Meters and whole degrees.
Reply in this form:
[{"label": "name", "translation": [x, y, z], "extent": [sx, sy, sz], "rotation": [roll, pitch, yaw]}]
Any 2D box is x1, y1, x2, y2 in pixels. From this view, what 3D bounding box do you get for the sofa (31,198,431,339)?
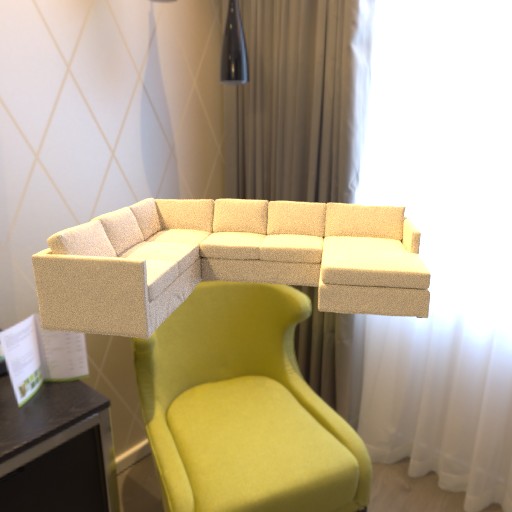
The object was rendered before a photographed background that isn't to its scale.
[{"label": "sofa", "translation": [0.000, 0.000, 4.673], "extent": [3.460, 0.882, 2.427], "rotation": [3, 16, 9]}]
